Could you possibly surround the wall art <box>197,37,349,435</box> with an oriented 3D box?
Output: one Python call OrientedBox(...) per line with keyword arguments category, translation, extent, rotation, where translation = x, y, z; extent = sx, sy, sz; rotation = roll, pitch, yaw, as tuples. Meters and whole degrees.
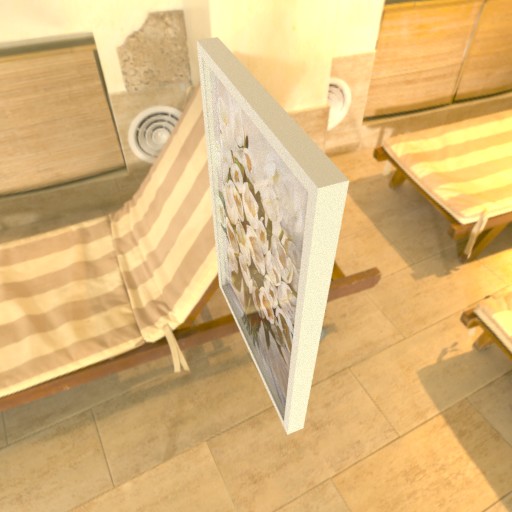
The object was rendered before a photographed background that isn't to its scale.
OrientedBox(category="wall art", translation=(0.000, 0.000, 0.562), extent=(0.025, 0.428, 0.293), rotation=(-16, 48, -15))
